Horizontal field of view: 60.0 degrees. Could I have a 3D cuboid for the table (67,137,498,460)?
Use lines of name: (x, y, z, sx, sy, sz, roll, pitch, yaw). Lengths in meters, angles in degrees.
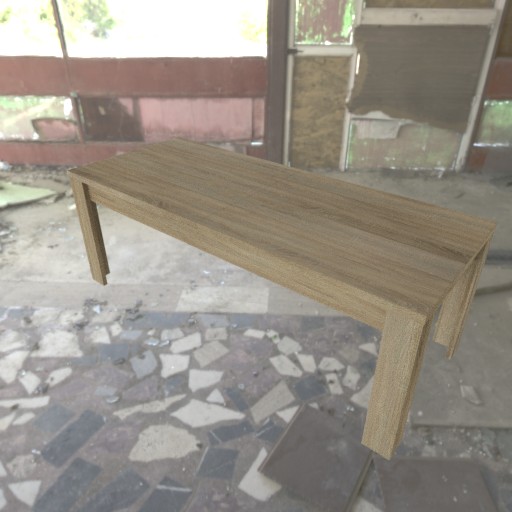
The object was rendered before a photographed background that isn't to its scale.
table: (0.000, 0.000, 2.580, 2.200, 0.790, 0.900, 23, 38, 33)
